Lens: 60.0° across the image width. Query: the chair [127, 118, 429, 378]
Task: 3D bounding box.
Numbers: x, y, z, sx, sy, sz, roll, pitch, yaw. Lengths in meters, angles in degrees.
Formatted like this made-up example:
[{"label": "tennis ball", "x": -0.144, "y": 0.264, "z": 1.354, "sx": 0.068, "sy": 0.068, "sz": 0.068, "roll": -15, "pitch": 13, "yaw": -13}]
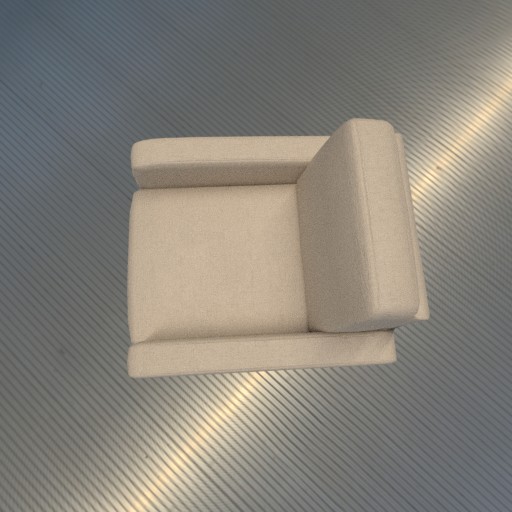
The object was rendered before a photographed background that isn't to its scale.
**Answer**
[{"label": "chair", "x": 0.000, "y": 0.000, "z": 1.490, "sx": 0.888, "sy": 0.827, "sz": 0.755, "roll": -3, "pitch": 76, "yaw": -1}]
